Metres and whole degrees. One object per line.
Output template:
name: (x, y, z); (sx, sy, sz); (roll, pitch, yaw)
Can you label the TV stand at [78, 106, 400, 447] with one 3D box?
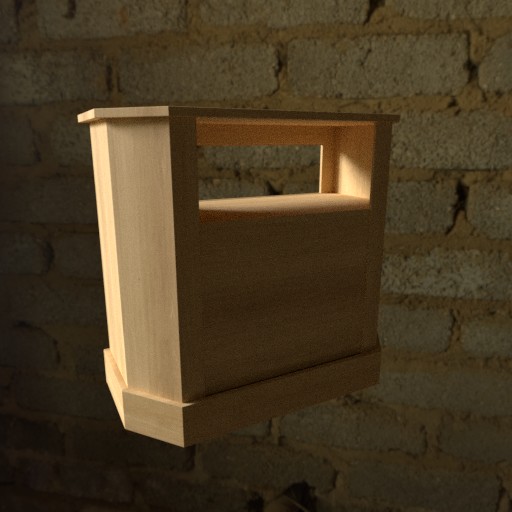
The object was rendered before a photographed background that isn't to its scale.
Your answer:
TV stand: (0.000, 0.000, 1.290); (0.851, 0.781, 0.425); (-8, 16, -27)
